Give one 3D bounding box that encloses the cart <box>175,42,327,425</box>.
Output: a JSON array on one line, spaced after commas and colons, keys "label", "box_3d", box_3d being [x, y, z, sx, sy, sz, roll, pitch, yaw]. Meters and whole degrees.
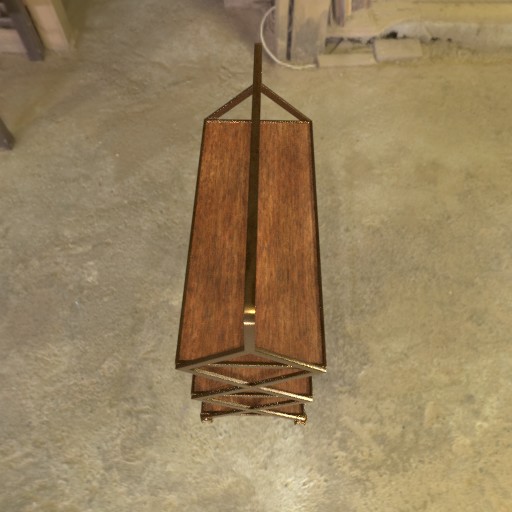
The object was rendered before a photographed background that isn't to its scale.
[{"label": "cart", "box_3d": [0.000, 0.000, 1.172, 0.313, 0.805, 0.723, 1, 59, 1]}]
